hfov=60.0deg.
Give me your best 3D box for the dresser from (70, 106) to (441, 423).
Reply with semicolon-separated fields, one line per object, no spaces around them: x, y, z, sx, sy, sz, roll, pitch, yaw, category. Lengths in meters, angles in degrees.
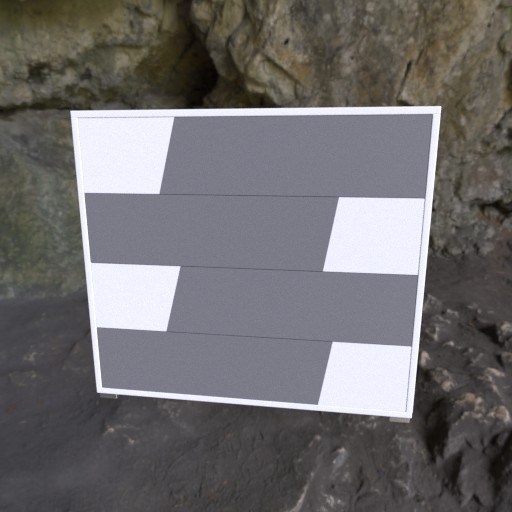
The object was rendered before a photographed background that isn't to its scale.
0.000;0.000;1.638;1.100;1.000;0.460;2;14;8;dresser
